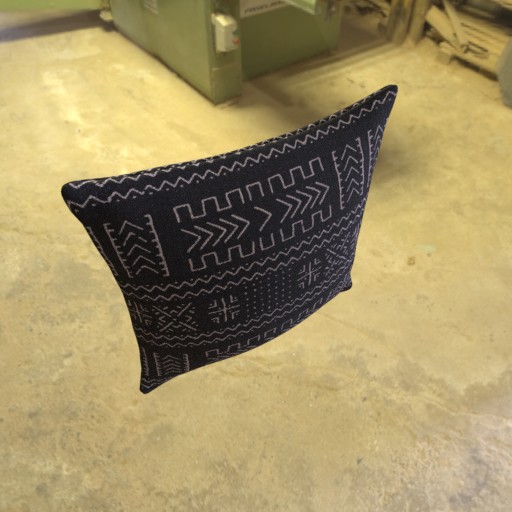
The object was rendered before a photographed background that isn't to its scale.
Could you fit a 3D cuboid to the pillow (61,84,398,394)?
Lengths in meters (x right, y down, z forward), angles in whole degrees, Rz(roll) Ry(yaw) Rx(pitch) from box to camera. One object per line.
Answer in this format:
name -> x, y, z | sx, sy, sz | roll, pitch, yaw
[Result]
pillow -> 0.000, 0.000, 0.651 | 0.438, 0.430, 0.164 | -24, 51, -21
